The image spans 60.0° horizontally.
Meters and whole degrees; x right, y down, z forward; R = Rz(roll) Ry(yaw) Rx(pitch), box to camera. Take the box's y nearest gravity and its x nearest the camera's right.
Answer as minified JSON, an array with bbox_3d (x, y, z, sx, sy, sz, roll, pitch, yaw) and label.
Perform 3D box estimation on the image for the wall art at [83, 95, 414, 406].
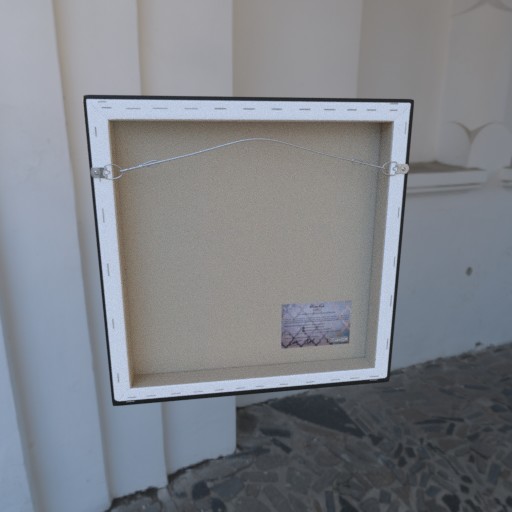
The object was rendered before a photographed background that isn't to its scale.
[{"bbox_3d":[0.000,0.000,0.603,0.406,0.407,0.041,-2,15,-9],"label":"wall art"}]
